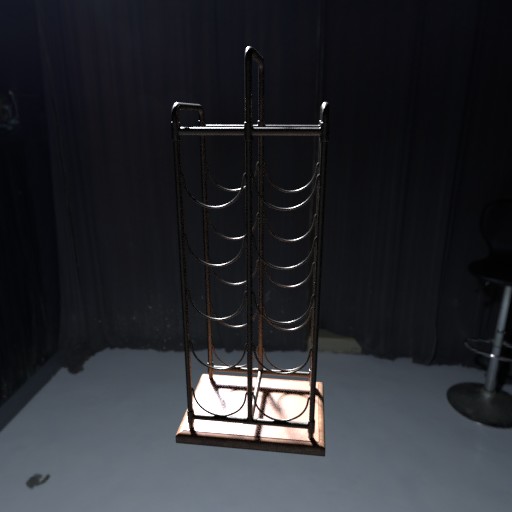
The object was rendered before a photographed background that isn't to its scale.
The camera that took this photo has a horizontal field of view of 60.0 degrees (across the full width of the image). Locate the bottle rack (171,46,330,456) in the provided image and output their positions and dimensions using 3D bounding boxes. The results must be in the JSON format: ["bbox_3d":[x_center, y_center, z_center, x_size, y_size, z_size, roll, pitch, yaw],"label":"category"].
[{"bbox_3d":[0.000,0.000,0.806,0.276,0.680,0.208,2,18,7],"label":"bottle rack"}]
